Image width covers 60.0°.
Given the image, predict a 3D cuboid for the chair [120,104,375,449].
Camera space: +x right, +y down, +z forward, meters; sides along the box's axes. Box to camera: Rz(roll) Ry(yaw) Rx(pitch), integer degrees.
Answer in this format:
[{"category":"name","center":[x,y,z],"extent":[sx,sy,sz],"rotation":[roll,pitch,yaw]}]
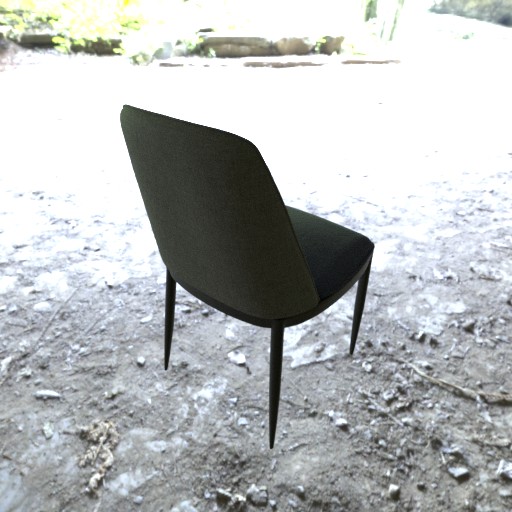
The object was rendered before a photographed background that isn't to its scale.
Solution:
[{"category":"chair","center":[0.000,0.000,1.187],"extent":[0.488,0.855,0.550],"rotation":[25,40,33]}]
